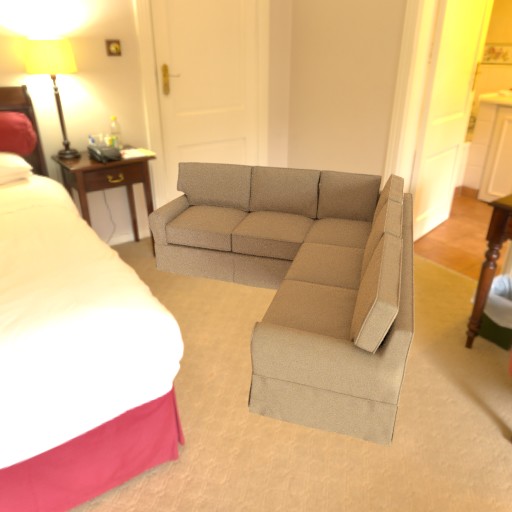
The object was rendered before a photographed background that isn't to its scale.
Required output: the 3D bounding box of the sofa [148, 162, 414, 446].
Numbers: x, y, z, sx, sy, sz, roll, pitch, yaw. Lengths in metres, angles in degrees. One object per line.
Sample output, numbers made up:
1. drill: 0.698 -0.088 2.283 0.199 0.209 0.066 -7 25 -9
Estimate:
1. sofa: 0.000 0.000 4.147 2.730 1.124 2.733 8 27 16
